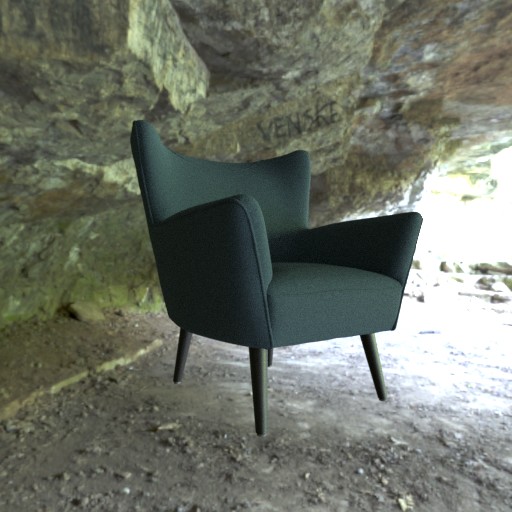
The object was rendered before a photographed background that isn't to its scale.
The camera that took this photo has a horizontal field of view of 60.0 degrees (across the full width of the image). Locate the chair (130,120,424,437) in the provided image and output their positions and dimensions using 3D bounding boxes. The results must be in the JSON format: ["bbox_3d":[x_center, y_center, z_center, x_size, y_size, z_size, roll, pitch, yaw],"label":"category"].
[{"bbox_3d":[0.000,0.000,1.587,0.781,0.933,0.888,0,0,-36],"label":"chair"}]
